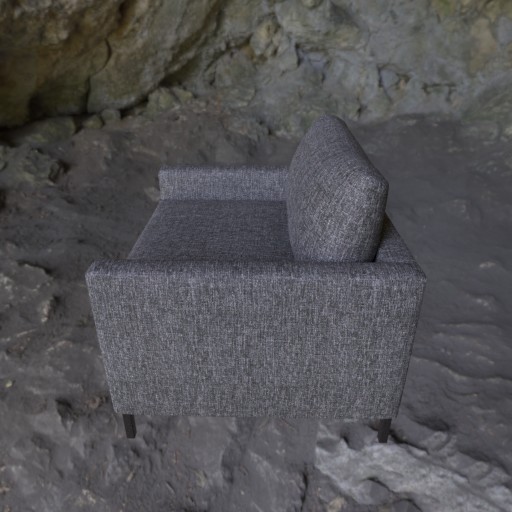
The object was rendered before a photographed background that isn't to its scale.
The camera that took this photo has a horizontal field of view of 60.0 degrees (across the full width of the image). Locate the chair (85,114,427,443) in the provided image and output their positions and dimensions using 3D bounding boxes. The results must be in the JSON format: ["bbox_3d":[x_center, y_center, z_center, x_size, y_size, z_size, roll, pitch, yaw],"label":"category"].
[{"bbox_3d":[0.000,0.000,1.579,0.866,0.861,0.963,1,28,1],"label":"chair"}]
